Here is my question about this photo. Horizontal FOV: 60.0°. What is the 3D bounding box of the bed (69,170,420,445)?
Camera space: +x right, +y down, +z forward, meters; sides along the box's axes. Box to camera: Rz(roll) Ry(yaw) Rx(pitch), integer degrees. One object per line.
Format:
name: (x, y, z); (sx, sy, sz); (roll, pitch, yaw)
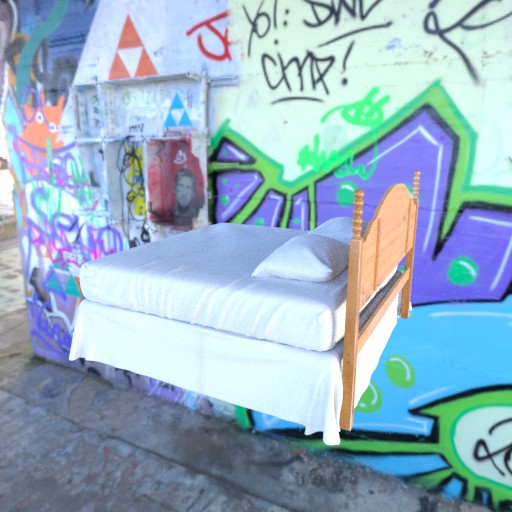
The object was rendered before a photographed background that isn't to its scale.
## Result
bed: (0.000, 0.000, 3.644); (2.219, 1.355, 2.322); (7, 16, 27)
